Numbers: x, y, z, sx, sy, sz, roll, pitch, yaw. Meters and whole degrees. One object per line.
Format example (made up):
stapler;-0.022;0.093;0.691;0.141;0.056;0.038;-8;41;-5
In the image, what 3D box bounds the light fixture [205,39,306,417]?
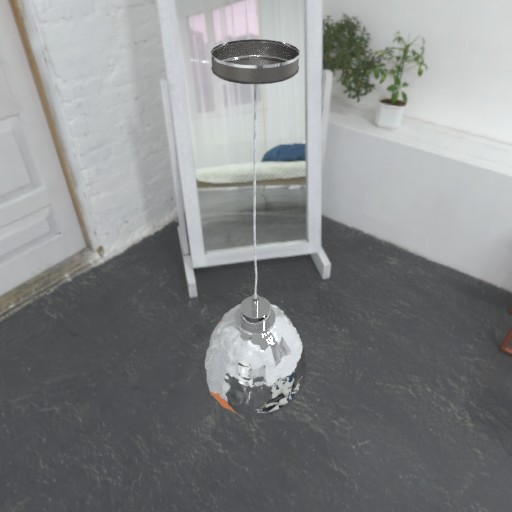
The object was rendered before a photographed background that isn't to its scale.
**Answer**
light fixture;0.000;0.000;1.736;0.496;1.511;0.500;10;41;12
